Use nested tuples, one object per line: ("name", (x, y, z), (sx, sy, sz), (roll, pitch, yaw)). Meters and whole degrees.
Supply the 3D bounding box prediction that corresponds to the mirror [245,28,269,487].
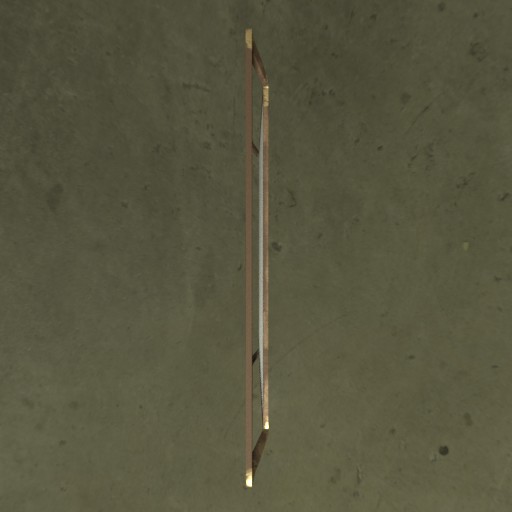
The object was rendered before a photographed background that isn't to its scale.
("mirror", (0.000, 0.000, 0.894), (0.032, 0.610, 0.610), (0, 91, 0))
